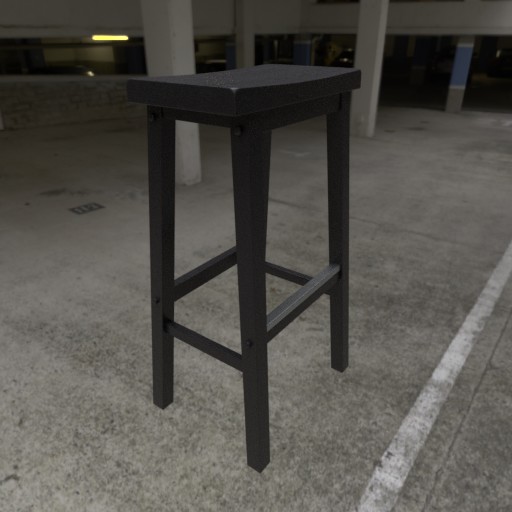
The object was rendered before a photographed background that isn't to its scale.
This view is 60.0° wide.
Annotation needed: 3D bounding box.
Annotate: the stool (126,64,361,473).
[{"bbox_3d":[0.000,0.000,0.969,0.322,0.742,0.406,19,33,32],"label":"stool"}]
